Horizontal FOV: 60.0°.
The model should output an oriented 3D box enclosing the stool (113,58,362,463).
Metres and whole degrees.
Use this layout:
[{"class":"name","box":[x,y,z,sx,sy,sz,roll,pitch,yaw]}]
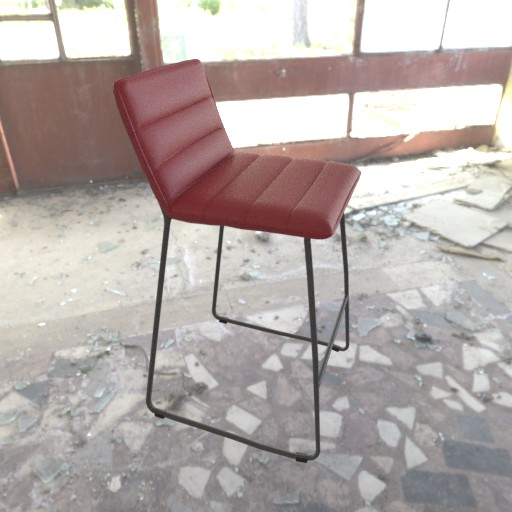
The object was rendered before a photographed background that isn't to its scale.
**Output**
[{"class":"stool","box":[0.000,0.000,1.206,0.524,0.937,0.489,11,33,17]}]
